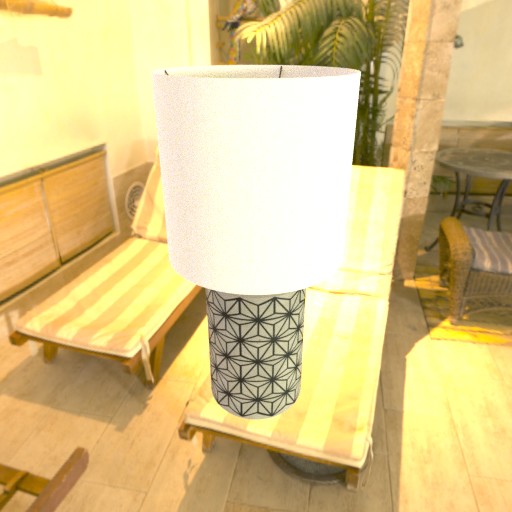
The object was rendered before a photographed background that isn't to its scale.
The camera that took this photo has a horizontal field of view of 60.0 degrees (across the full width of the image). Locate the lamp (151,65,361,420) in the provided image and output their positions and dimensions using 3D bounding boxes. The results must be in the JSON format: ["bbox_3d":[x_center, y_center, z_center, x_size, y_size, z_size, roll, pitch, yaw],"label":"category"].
[{"bbox_3d":[0.000,0.000,0.537,0.206,0.416,0.206,7,27,15],"label":"lamp"}]
